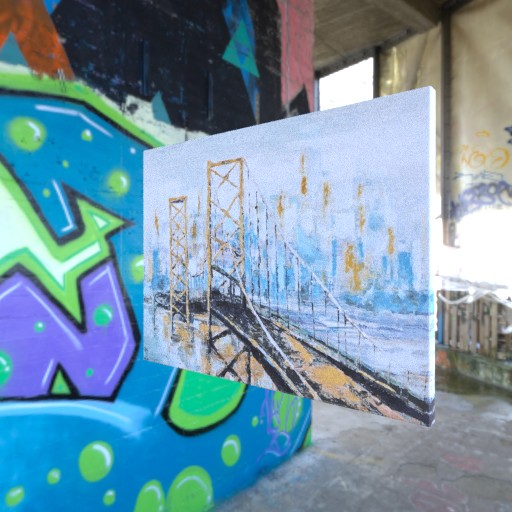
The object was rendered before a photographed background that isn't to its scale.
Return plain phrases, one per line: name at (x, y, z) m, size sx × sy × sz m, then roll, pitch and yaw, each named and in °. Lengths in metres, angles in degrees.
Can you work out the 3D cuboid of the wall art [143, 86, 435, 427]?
wall art at (0.000, 0.000, 1.314) m, size 1.016 × 0.762 × 0.038 m, roll 0°, pitch 0°, yaw 38°
